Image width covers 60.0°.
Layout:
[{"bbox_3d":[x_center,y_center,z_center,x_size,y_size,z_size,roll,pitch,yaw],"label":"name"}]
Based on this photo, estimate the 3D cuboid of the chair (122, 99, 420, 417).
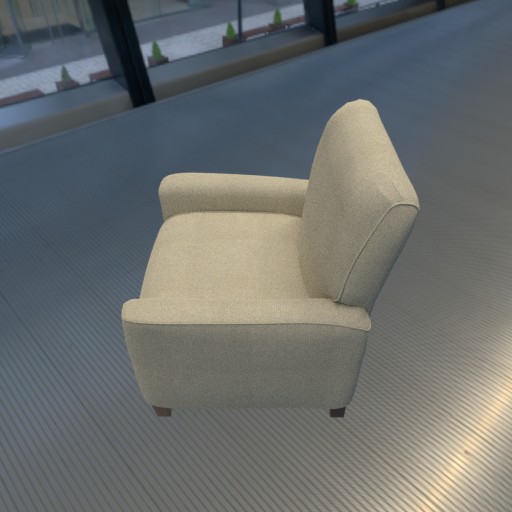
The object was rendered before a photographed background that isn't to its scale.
[{"bbox_3d":[0.000,0.000,1.654,0.853,1.006,0.850,0,42,0],"label":"chair"}]
